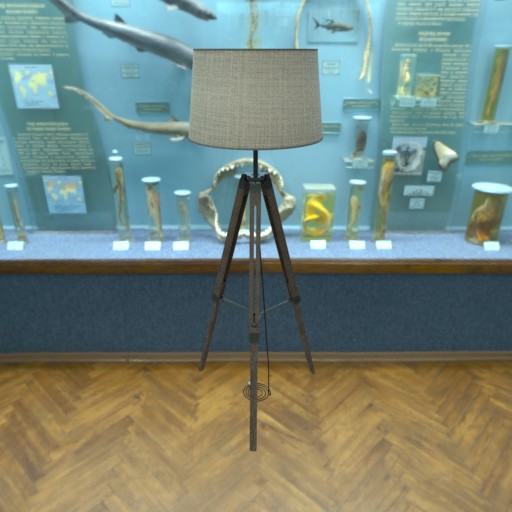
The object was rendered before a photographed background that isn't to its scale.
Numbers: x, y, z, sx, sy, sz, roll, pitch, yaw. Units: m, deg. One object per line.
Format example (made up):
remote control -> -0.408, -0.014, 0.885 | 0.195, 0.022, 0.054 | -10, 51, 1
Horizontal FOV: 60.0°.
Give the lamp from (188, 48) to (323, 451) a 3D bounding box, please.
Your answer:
lamp -> 0.000, 0.000, 1.783 | 0.604, 1.510, 0.587 | 0, 25, 1
